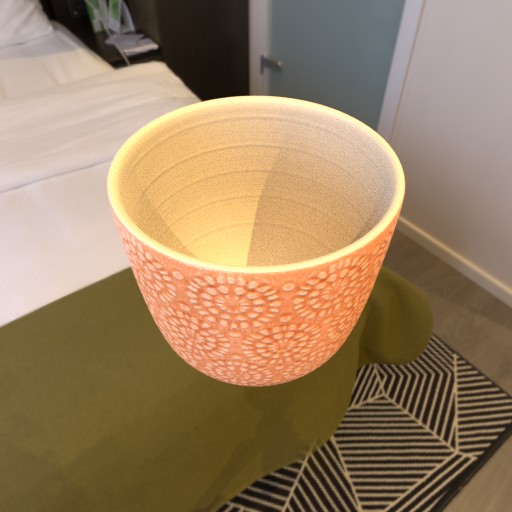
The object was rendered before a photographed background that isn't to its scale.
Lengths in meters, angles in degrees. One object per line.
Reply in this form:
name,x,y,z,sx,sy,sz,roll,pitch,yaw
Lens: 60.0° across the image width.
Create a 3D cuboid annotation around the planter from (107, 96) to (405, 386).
planter,0.000,0.000,0.383,0.208,0.190,0.208,0,46,0
